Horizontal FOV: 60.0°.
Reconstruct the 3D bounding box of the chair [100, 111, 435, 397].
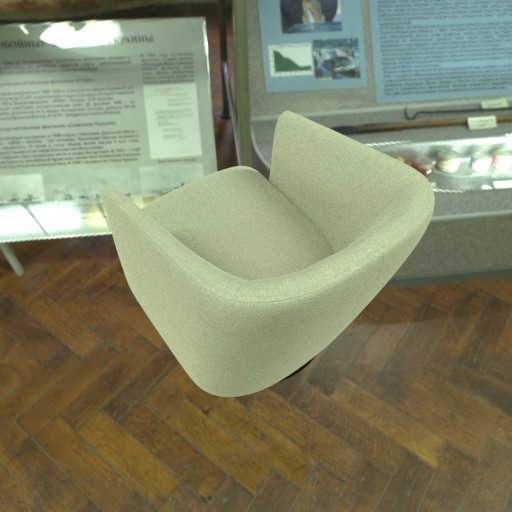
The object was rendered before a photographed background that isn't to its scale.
[{"bbox_3d":[0.000,0.000,1.622,0.822,0.861,0.986,-30,54,-25],"label":"chair"}]
